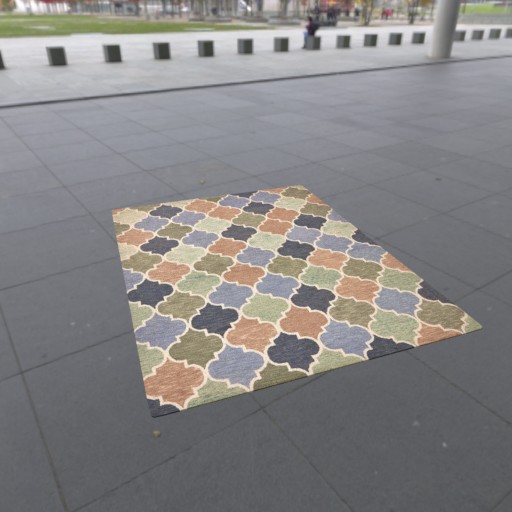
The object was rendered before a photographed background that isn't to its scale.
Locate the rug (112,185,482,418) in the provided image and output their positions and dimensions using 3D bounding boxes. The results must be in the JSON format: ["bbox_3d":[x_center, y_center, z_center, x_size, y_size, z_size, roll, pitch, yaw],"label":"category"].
[{"bbox_3d":[0.000,0.000,4.228,2.439,0.013,3.200,-10,31,-17],"label":"rug"}]
